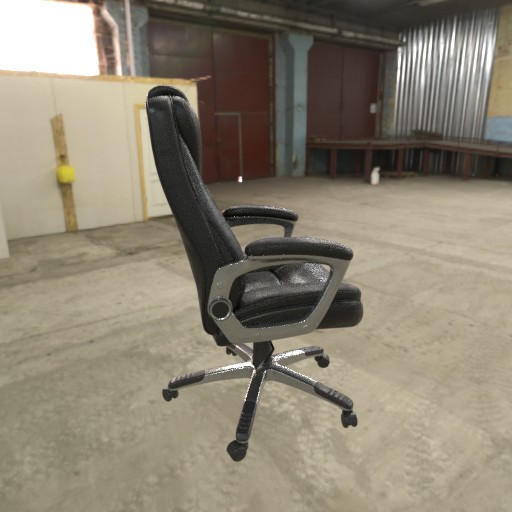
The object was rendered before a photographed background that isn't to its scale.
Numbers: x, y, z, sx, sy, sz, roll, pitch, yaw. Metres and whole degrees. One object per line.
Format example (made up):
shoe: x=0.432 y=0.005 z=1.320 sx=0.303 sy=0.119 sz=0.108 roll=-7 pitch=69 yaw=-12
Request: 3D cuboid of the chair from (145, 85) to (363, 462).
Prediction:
chair: x=0.000 y=0.000 z=1.520 sx=0.689 sy=1.075 sz=0.697 roll=-3 pitch=16 yaw=-10
